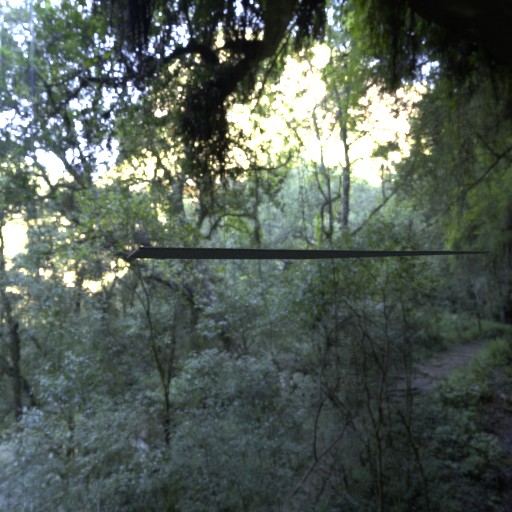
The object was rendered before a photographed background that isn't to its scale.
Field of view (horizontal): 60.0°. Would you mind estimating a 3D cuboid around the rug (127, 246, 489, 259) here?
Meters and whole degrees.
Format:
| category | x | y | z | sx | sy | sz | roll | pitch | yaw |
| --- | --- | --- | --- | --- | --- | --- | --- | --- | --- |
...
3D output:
| category | x | y | z | sx | sy | sz | roll | pitch | yaw |
| --- | --- | --- | --- | --- | --- | --- | --- | --- | --- |
| rug | 0.000 | 0.000 | 5.088 | 2.782 | 0.025 | 3.935 | 0 | -1 | -17 |
